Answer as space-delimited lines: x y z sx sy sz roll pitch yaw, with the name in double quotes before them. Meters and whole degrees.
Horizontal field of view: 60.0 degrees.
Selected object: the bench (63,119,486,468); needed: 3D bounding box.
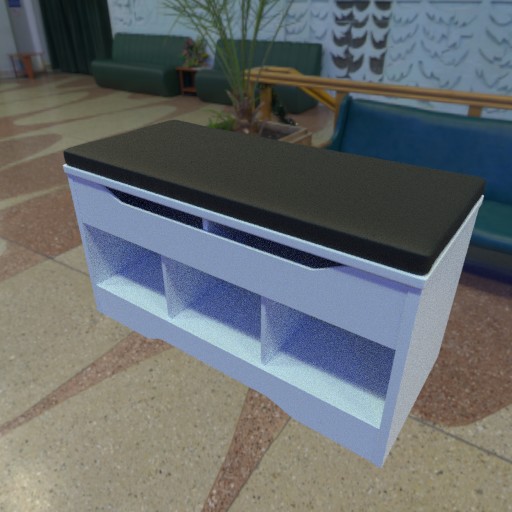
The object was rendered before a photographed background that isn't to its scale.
"bench" 0.000 0.000 1.122 0.899 0.500 0.401 20 36 30
